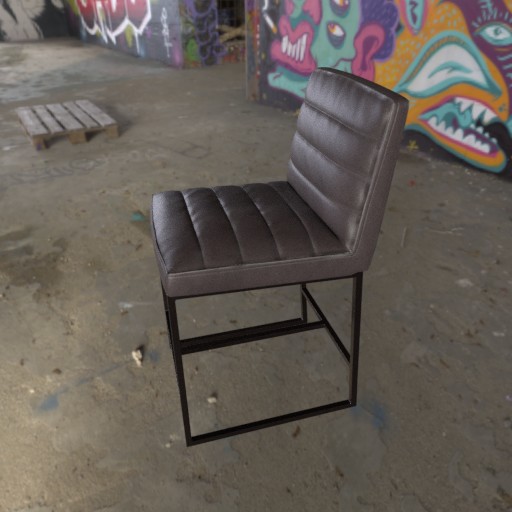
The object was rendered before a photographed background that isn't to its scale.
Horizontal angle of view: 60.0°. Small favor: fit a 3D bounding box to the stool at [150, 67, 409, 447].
[{"bbox_3d":[0.000,0.000,1.270,0.562,0.946,0.463,-8,33,-13],"label":"stool"}]
